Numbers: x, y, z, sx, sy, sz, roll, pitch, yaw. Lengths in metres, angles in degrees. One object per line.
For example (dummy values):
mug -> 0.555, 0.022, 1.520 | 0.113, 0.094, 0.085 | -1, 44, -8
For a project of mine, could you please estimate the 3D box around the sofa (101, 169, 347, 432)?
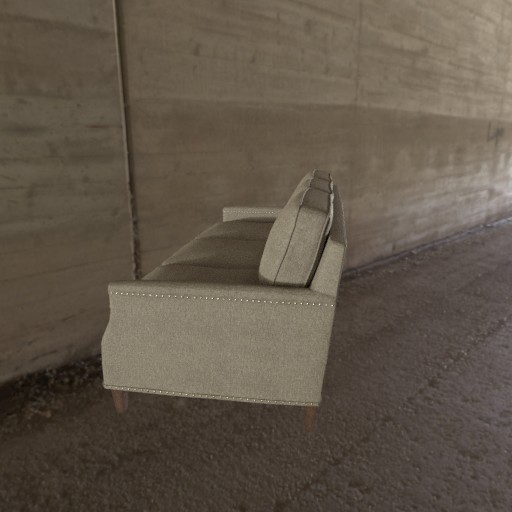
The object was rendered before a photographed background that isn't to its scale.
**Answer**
sofa -> 0.000, 0.000, 2.912 | 1.084, 1.003, 2.246 | 2, 15, 9
